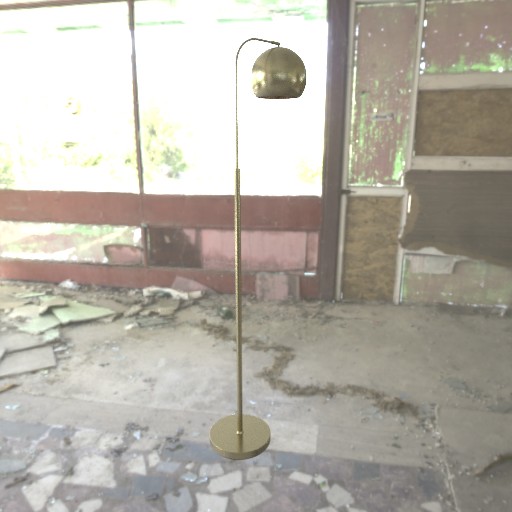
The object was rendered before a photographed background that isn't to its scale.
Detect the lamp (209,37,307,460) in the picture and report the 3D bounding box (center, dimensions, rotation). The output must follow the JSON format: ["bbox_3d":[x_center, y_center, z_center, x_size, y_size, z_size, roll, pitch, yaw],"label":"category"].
[{"bbox_3d":[0.000,0.000,1.687,0.431,1.526,0.250,-14,20,-42],"label":"lamp"}]
